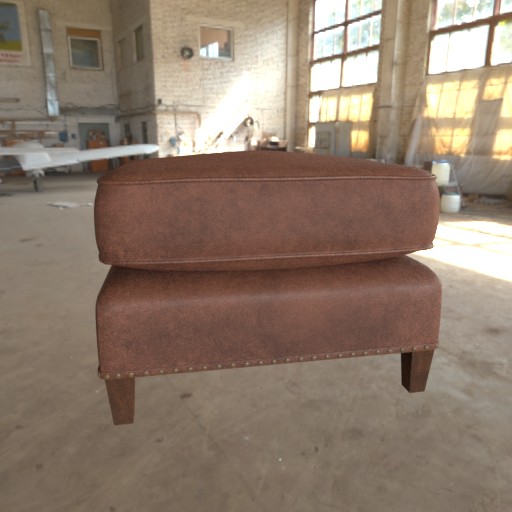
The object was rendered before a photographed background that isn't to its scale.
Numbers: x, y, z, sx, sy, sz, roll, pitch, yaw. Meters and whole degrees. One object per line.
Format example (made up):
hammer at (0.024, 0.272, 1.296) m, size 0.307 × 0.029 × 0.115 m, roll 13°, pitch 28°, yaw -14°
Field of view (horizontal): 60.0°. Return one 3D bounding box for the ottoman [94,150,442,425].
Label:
ottoman at (0.000, 0.000, 1.156) m, size 0.738 × 0.537 × 0.589 m, roll -3°, pitch 15°, yaw -10°
